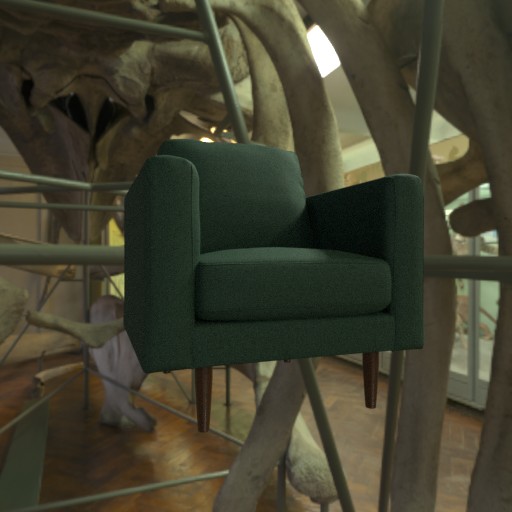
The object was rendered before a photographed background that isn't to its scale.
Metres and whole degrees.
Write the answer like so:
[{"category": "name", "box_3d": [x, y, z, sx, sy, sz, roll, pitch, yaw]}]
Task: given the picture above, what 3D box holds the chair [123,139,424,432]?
[{"category": "chair", "box_3d": [0.000, 0.000, 1.560, 0.855, 0.927, 0.800, 0, 0, -20]}]
